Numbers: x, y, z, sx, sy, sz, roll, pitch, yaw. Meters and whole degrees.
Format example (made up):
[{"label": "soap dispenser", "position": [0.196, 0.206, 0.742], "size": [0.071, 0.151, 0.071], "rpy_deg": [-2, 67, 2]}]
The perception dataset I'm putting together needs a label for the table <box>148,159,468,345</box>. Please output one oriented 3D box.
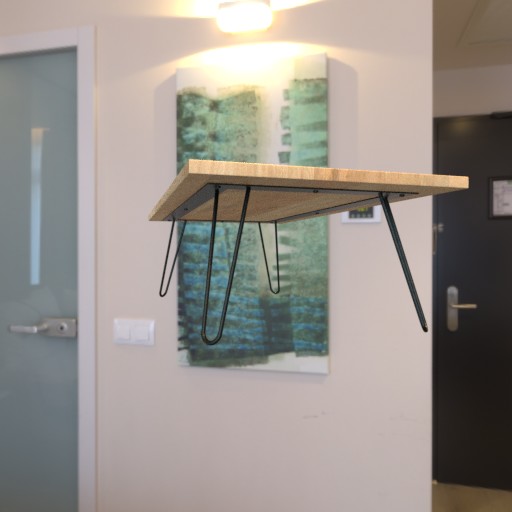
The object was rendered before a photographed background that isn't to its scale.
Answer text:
[{"label": "table", "position": [0.000, 0.000, 1.650], "size": [0.699, 0.400, 1.348], "rpy_deg": [0, 0, -17]}]
